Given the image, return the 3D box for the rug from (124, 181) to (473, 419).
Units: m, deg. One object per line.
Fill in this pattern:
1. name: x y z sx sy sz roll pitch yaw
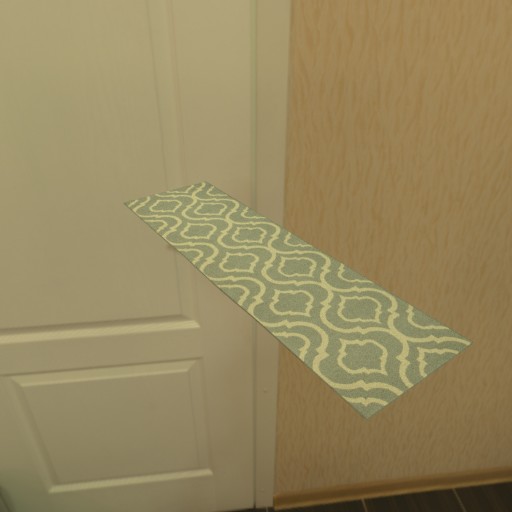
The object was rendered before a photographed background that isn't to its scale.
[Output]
1. rug: 0.000 0.000 2.535 0.684 0.009 2.275 -21 37 -30
